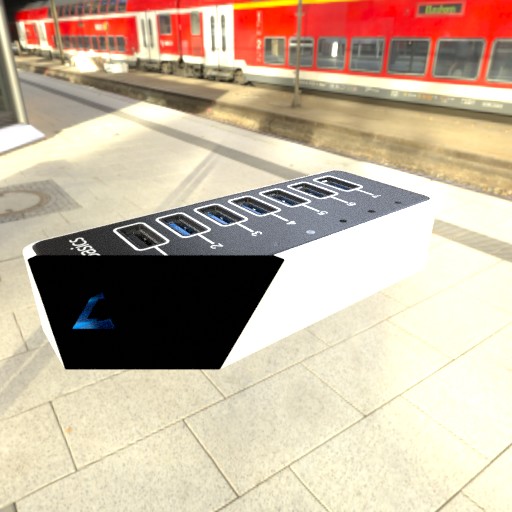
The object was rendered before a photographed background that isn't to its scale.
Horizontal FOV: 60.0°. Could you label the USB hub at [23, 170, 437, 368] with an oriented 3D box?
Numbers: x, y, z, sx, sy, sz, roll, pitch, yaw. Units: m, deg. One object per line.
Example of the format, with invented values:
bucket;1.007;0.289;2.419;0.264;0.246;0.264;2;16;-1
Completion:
USB hub;0.000;0.000;0.125;0.110;0.023;0.044;-19;32;-33
